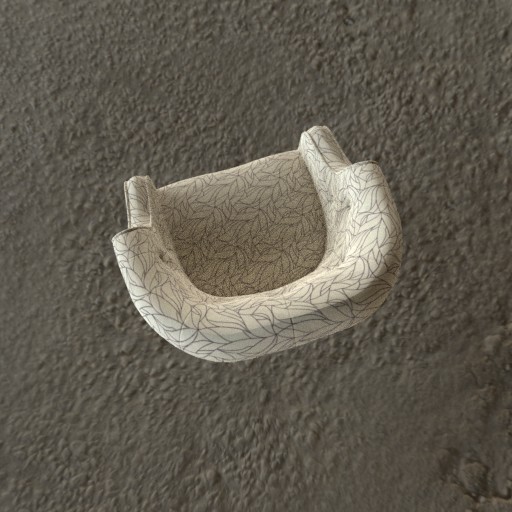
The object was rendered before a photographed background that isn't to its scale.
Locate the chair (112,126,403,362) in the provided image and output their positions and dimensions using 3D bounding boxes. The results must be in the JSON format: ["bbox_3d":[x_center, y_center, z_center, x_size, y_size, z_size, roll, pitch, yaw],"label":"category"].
[{"bbox_3d":[0.000,0.000,1.343,0.686,0.858,0.613,-17,75,-5],"label":"chair"}]
